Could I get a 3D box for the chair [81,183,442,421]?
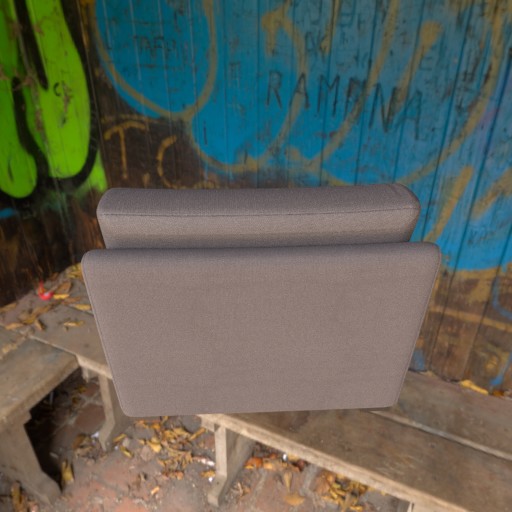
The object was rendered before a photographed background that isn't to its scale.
[{"bbox_3d":[0.000,0.000,1.958,1.168,0.940,1.143,-1,30,-2],"label":"chair"}]
